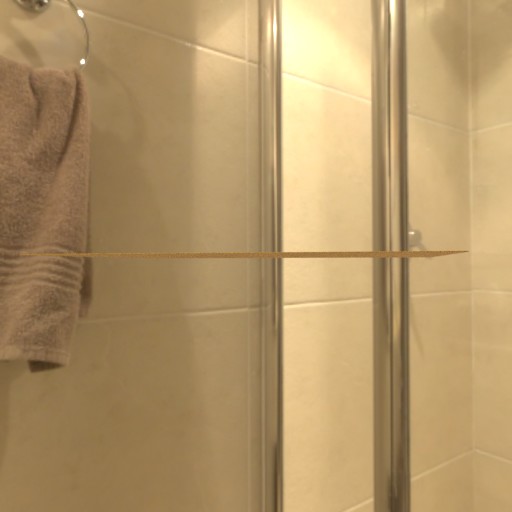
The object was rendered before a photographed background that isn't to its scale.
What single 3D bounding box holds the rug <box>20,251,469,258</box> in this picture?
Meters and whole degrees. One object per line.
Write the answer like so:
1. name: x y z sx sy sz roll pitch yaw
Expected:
1. rug: 0.000 0.000 3.670 2.895 0.006 1.981 0 -1 16
